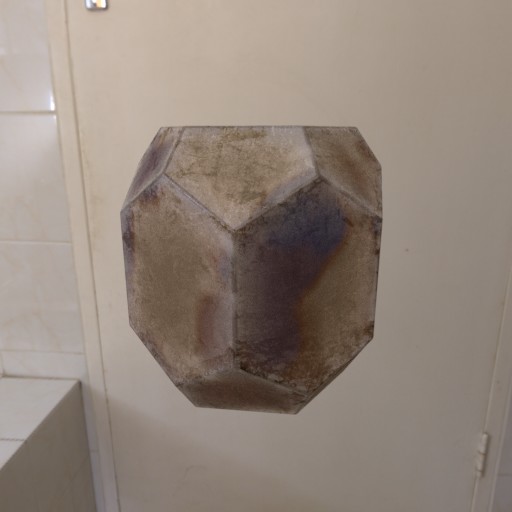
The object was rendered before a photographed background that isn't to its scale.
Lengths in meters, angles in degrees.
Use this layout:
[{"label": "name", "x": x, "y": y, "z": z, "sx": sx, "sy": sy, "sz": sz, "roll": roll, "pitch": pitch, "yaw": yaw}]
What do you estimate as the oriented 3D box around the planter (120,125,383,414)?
[{"label": "planter", "x": 0.000, "y": 0.000, "z": 0.424, "sx": 0.221, "sy": 0.238, "sz": 0.243, "roll": 2, "pitch": 16, "yaw": 7}]
